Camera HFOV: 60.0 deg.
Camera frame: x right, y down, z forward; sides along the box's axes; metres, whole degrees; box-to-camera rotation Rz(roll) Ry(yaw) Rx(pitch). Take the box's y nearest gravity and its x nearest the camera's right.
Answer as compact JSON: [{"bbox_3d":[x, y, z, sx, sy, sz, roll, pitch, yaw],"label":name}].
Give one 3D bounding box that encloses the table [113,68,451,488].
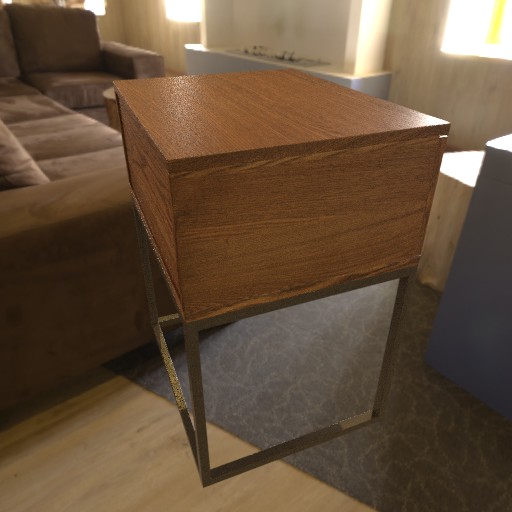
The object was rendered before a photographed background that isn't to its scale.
[{"bbox_3d":[0.000,0.000,0.887,0.400,0.610,0.482,-12,34,-19],"label":"table"}]
